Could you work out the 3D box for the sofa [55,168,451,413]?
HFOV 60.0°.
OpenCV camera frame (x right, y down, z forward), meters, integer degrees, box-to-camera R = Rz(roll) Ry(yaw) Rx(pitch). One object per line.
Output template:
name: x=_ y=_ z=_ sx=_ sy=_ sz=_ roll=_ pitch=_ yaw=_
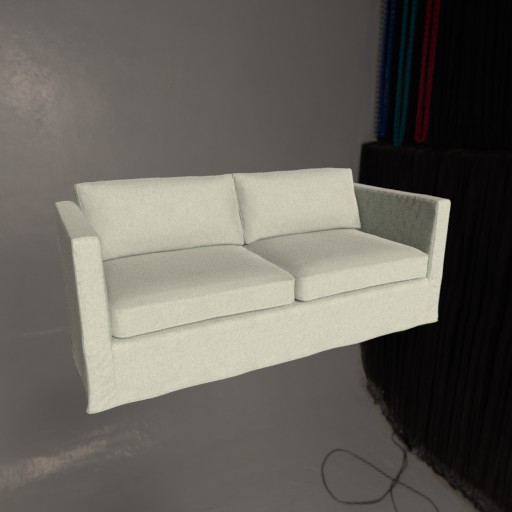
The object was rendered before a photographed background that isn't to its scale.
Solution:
sofa: x=0.000 y=0.000 z=2.476 sx=1.987 sy=0.870 sz=0.940 roll=-8 pitch=18 yaw=-26
